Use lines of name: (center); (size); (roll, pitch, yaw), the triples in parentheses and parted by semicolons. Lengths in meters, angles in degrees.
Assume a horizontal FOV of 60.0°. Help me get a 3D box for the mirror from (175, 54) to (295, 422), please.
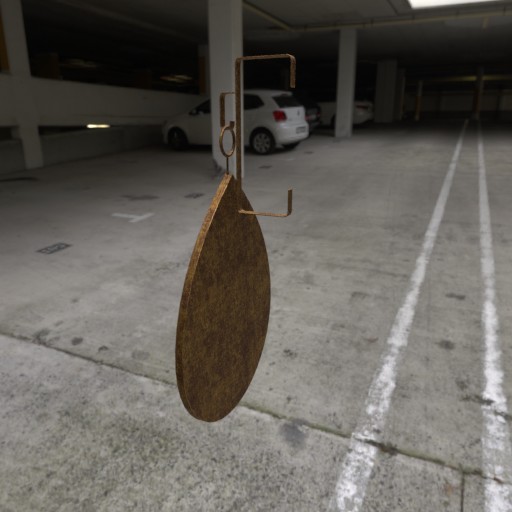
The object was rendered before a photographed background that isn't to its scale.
mirror: (0.000, 0.000, 0.902); (0.144, 0.744, 0.405); (8, 18, 24)
